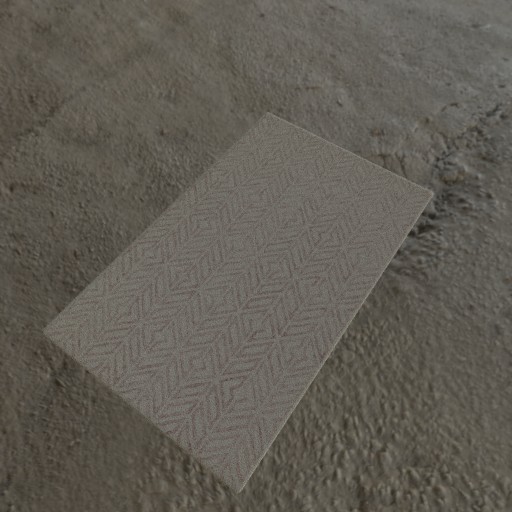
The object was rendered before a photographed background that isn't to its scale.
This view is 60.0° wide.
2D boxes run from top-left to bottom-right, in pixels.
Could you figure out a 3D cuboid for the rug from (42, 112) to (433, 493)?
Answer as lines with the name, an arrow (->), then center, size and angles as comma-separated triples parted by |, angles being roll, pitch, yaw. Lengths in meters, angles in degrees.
rug -> 0.000, 0.000, 3.017 | 1.523, 0.008, 2.438 | 31, 64, 18
